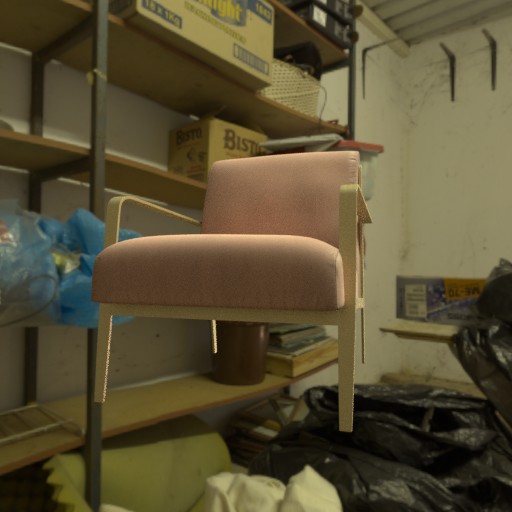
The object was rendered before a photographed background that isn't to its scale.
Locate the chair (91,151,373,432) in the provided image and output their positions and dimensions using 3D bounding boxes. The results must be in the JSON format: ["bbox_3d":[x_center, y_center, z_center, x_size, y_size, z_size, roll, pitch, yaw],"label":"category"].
[{"bbox_3d":[0.000,0.000,1.450,0.701,0.823,0.848,0,-1,18],"label":"chair"}]
